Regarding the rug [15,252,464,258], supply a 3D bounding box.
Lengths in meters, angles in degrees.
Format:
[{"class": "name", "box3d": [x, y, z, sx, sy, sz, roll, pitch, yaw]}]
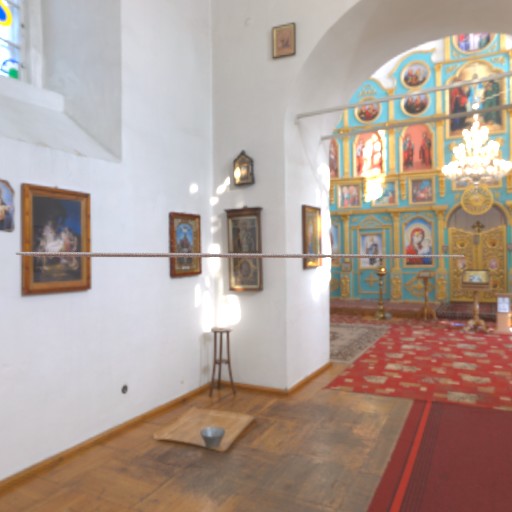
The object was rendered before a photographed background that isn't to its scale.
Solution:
[{"class": "rug", "box3d": [0.000, 0.000, 2.484, 2.294, 0.011, 0.666, 0, -1, -18]}]
